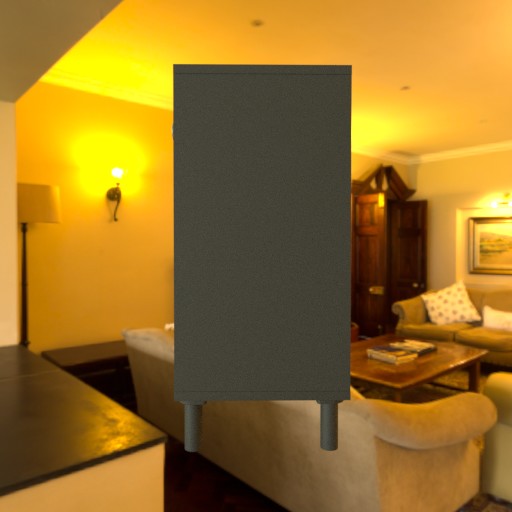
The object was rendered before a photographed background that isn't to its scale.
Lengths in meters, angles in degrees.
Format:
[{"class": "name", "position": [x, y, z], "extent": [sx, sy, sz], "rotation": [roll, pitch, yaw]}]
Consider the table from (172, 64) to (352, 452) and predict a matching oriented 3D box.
[{"class": "table", "position": [0.000, 0.000, 1.570], "extent": [0.400, 0.855, 1.200], "rotation": [0, 1, -1]}]
